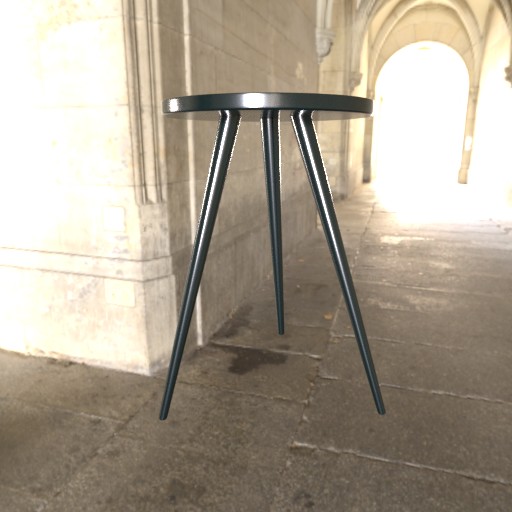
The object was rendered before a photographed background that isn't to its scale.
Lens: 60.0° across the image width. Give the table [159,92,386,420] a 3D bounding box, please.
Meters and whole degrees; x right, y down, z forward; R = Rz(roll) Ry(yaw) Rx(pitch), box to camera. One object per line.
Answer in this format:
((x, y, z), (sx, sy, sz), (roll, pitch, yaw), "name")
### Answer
((0.000, 0.000, 0.838), (0.415, 0.548, 0.403), (-7, 16, -27), "table")
